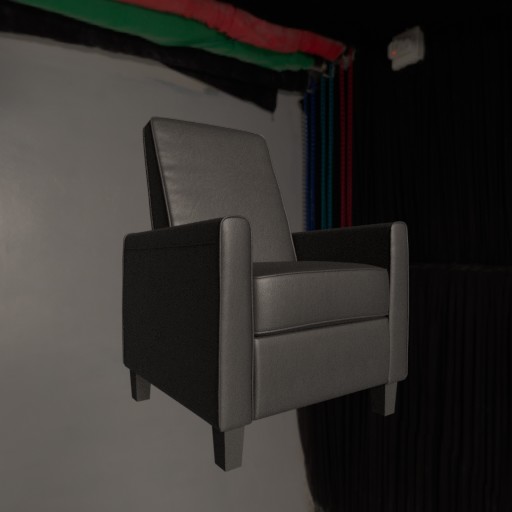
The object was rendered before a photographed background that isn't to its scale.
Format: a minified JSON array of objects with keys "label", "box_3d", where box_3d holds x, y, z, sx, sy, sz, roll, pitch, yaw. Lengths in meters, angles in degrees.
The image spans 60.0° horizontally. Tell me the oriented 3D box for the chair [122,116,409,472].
[{"label":"chair","box_3d":[0.000,0.000,1.501,0.705,1.013,0.746,-1,2,-35]}]
